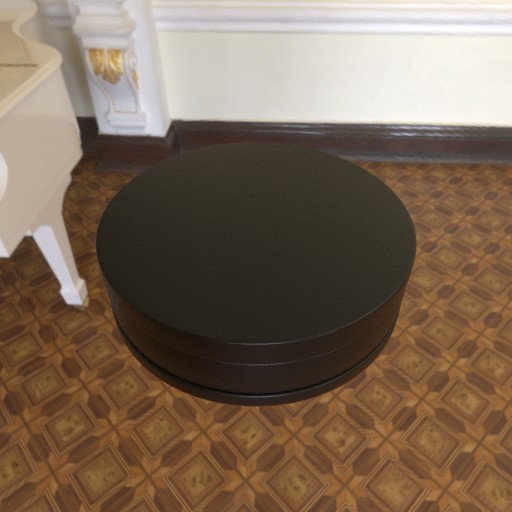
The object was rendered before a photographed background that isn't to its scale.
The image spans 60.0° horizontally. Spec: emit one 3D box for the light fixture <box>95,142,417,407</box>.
[{"bbox_3d":[0.000,0.000,0.431,0.283,0.097,0.283,0,42,0],"label":"light fixture"}]
